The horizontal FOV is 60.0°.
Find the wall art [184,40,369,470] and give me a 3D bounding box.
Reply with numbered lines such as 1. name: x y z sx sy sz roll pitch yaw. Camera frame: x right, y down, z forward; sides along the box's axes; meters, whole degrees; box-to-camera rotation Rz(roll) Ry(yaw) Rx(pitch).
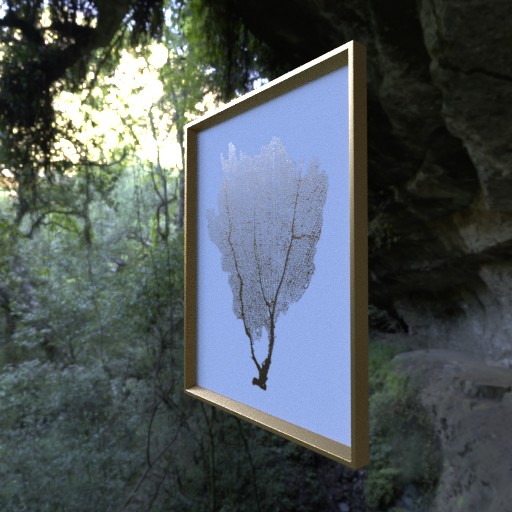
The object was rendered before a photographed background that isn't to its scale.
1. wall art: 0.000 0.000 1.036 0.038 0.762 0.610 1 -2 -38
